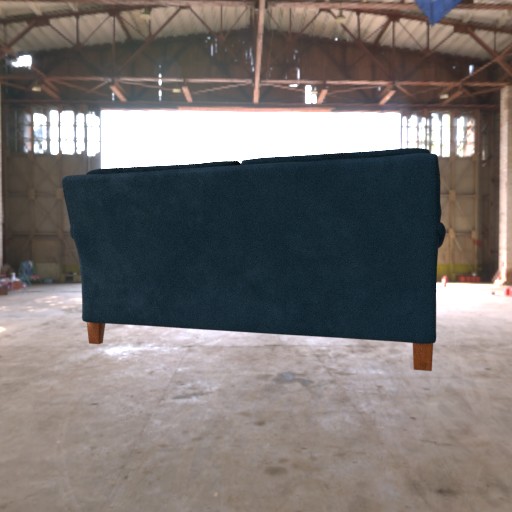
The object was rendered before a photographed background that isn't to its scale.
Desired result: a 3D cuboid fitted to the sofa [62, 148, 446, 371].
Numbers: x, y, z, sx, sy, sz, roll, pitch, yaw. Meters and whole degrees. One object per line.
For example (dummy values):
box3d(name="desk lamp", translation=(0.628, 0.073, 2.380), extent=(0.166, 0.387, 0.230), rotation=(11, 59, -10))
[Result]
box3d(name="sofa", translation=(0.000, 0.000, 2.776), extent=(2.141, 1.101, 1.084), rotation=(0, 1, 18))
